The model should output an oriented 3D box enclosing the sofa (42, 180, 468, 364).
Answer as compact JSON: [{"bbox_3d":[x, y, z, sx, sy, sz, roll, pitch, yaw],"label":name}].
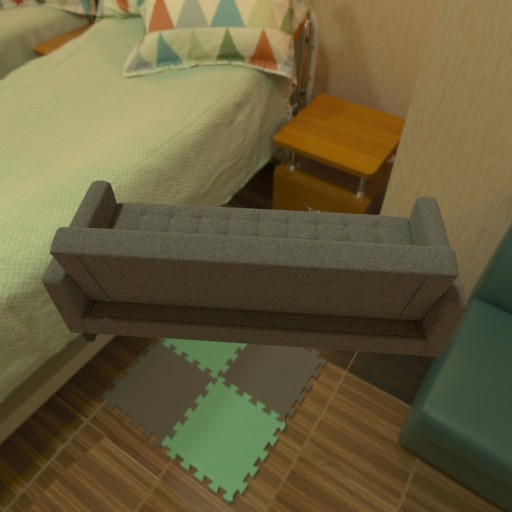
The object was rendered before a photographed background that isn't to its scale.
[{"bbox_3d":[0.000,0.000,2.464,2.040,0.850,0.810,3,48,3],"label":"sofa"}]
